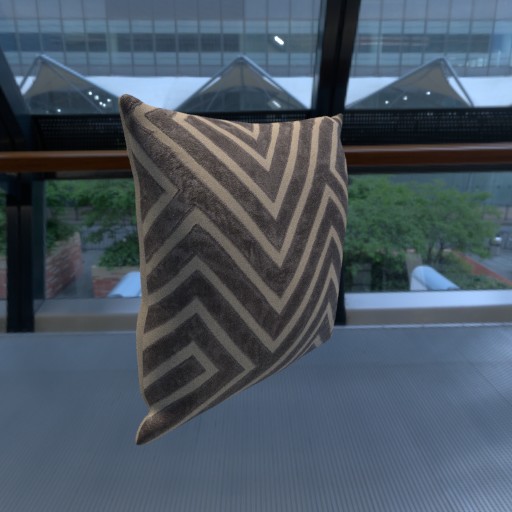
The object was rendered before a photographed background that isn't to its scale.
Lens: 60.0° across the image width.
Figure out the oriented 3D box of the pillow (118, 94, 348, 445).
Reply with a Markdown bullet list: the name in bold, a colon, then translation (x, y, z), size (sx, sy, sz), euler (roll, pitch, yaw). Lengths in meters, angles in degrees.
- **pillow**: translation (0.000, 0.000, 0.675), size (0.182, 0.441, 0.440), euler (14, 21, 42)
